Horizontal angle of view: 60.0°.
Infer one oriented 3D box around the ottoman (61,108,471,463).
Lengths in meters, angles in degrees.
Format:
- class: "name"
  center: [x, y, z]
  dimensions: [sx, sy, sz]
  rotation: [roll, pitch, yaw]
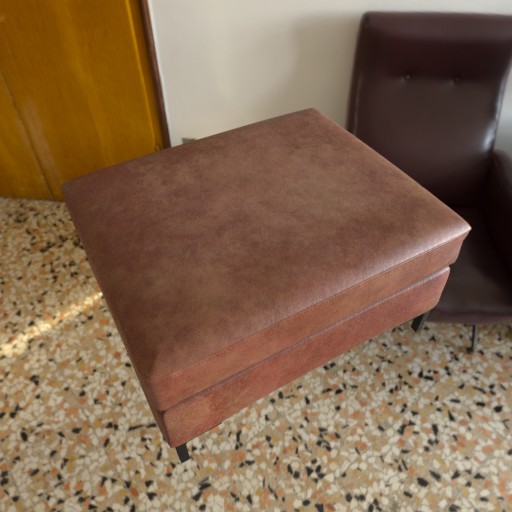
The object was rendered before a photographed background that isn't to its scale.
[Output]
- class: "ottoman"
  center: [0.000, 0.000, 1.780]
  dimensions: [1.186, 0.667, 0.965]
  rotation: [-22, 51, -20]
